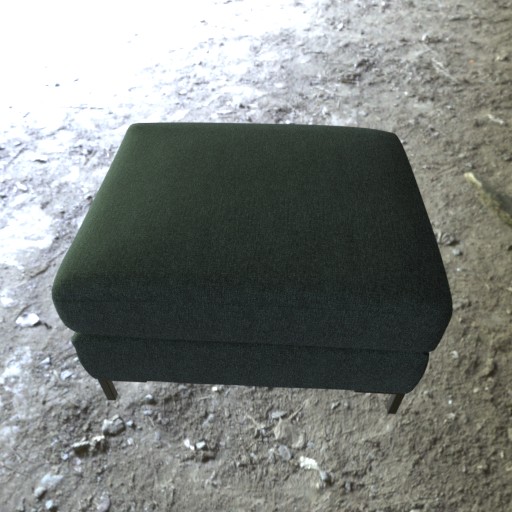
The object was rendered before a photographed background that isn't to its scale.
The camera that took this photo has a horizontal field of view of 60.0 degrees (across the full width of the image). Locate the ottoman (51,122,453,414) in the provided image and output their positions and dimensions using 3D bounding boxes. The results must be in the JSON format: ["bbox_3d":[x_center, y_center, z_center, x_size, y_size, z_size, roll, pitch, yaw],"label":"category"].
[{"bbox_3d":[0.000,0.000,1.258,0.831,0.533,0.695,2,45,2],"label":"ottoman"}]
